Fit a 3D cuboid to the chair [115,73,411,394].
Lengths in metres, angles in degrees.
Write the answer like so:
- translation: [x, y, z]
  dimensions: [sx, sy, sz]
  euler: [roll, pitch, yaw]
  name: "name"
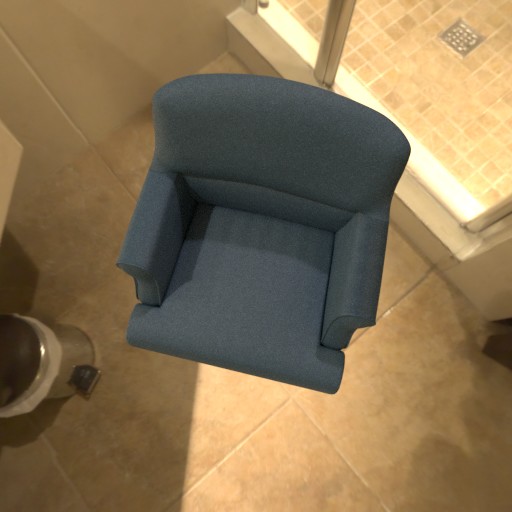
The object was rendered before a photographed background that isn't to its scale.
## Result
- translation: [0.000, 0.000, 1.470]
  dimensions: [0.770, 0.878, 0.754]
  euler: [13, 76, 3]
  name: "chair"
